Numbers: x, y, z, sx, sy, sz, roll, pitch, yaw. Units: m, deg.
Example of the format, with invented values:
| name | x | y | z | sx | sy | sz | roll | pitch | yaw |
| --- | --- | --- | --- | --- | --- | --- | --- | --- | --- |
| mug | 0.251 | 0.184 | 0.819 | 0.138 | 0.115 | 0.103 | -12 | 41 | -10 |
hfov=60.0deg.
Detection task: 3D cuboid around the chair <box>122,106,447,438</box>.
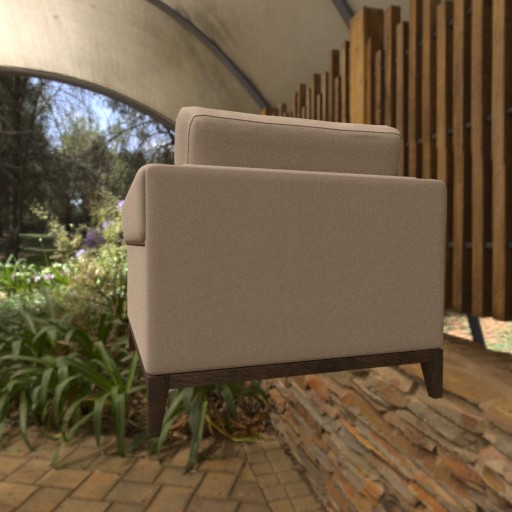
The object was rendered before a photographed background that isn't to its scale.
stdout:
| name | x | y | z | sx | sy | sz | roll | pitch | yaw |
| --- | --- | --- | --- | --- | --- | --- | --- | --- | --- |
| chair | 0.000 | 0.000 | 1.638 | 0.914 | 0.838 | 0.959 | -1 | 2 | -19 |
